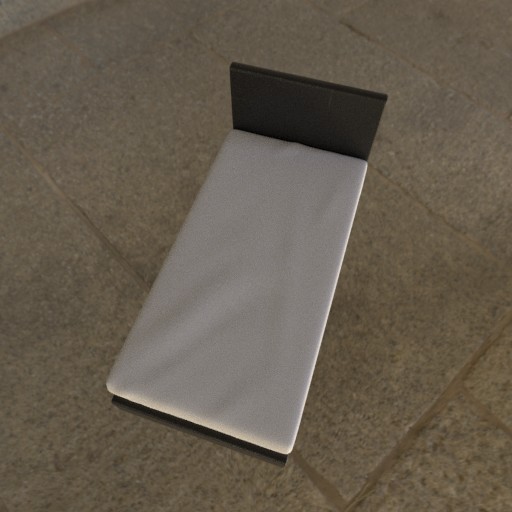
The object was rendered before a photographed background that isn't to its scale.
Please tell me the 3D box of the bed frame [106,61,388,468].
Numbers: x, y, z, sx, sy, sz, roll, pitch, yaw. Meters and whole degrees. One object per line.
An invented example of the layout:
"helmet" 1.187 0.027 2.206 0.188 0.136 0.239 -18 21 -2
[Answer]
"bed frame" 0.000 0.000 2.585 1.038 1.046 2.152 16 61 9
